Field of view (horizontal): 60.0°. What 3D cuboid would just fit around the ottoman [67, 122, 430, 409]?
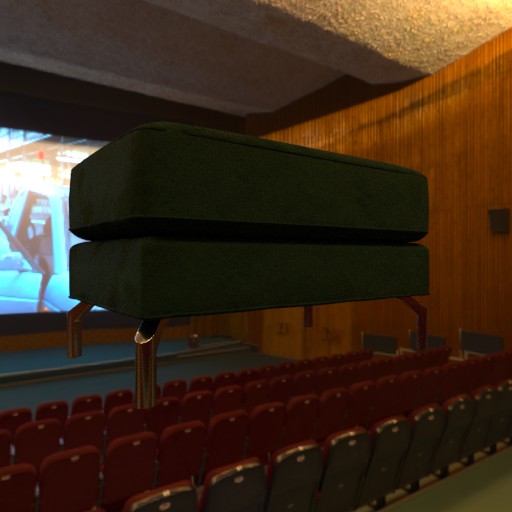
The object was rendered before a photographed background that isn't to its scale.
[{"bbox_3d":[0.000,0.000,1.223,0.886,0.533,0.536,0,0,-36],"label":"ottoman"}]
